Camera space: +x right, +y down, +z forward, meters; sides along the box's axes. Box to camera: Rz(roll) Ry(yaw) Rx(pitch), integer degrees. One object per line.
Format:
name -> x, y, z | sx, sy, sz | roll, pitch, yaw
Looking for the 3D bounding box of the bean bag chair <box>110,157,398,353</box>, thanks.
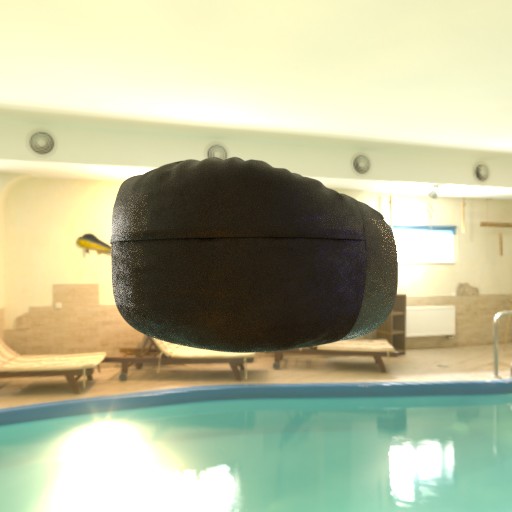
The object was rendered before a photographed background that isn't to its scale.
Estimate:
bean bag chair -> 0.000, 0.000, 2.476 | 1.524, 0.878, 1.524 | 0, -1, -35
